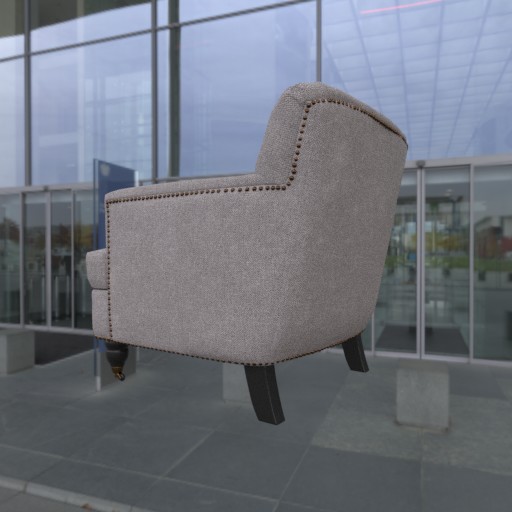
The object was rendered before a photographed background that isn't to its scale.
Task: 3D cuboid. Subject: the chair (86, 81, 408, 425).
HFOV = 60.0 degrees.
[{"bbox_3d":[0.000,0.000,1.496,0.902,0.823,0.737,0,1,35],"label":"chair"}]
